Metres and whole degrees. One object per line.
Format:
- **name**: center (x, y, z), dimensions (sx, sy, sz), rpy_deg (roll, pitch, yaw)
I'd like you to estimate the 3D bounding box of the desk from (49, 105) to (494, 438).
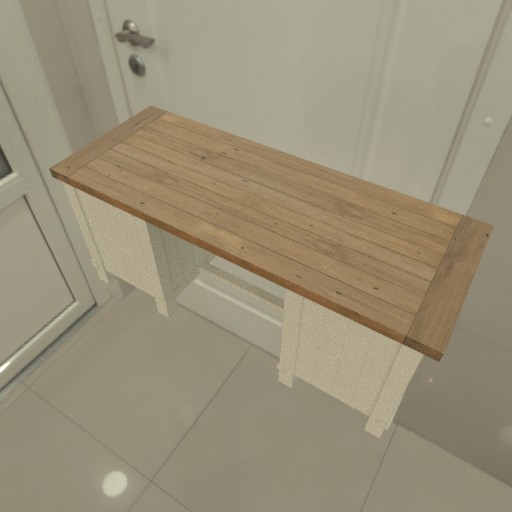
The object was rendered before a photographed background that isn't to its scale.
- **desk**: center (0.000, 0.000, 2.172), dimensions (1.803, 0.760, 0.688), rpy_deg (25, 51, 22)
